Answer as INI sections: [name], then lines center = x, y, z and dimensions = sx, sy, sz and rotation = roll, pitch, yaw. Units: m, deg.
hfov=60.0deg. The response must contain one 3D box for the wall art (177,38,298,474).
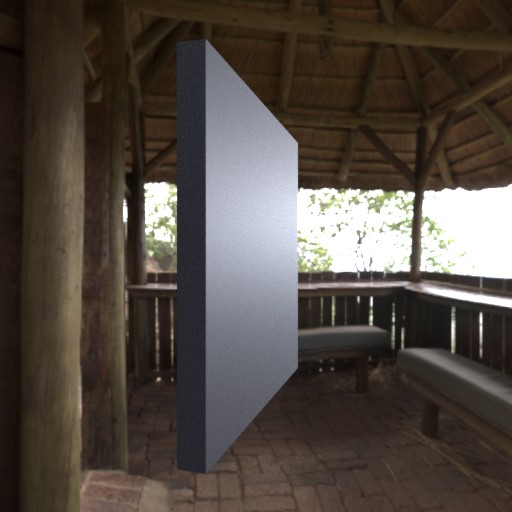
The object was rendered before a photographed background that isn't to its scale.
[wall art]
center = 0.000, 0.000, 0.763
dimensions = 0.038, 0.507, 0.507
rotation = 0, 0, 18
